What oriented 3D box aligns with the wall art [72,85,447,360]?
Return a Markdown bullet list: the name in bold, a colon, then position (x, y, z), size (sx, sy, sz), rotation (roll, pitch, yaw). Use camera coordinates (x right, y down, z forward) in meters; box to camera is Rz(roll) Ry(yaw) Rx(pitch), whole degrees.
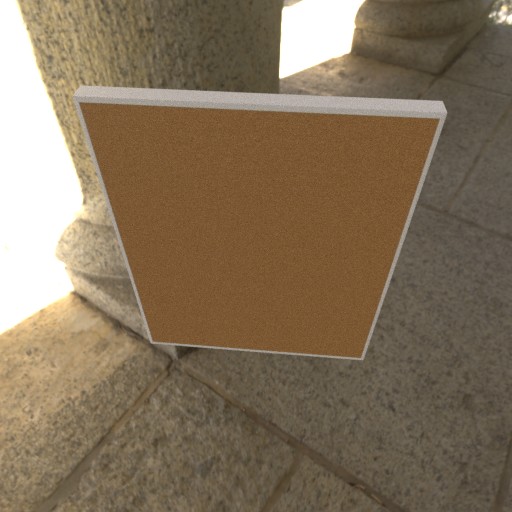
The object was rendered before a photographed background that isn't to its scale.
- **wall art**: position (0.000, 0.000, 0.730), size (0.443, 0.549, 0.030), rotation (4, 47, 4)
